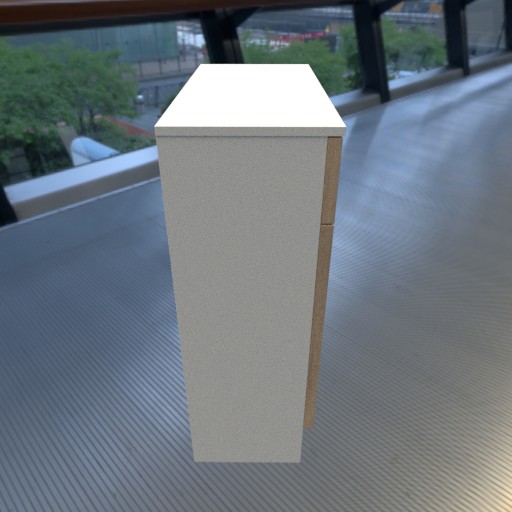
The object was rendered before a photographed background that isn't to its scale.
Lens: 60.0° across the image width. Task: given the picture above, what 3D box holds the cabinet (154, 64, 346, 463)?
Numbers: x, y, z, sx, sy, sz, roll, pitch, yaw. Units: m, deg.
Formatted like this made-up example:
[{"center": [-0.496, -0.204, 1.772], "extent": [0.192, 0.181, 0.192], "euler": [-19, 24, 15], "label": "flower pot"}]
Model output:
[{"center": [0.000, 0.000, 1.122], "extent": [0.296, 0.815, 0.600], "euler": [0, 31, 0], "label": "cabinet"}]
